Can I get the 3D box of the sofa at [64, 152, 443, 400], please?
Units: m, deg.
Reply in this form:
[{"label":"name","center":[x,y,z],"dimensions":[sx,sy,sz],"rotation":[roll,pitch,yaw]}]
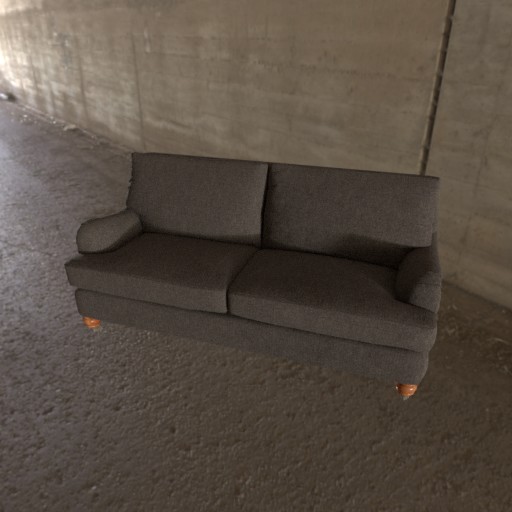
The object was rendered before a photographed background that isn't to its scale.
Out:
[{"label":"sofa","center":[0.000,0.000,2.816],"dimensions":[2.160,1.054,1.087],"rotation":[8,28,16]}]
